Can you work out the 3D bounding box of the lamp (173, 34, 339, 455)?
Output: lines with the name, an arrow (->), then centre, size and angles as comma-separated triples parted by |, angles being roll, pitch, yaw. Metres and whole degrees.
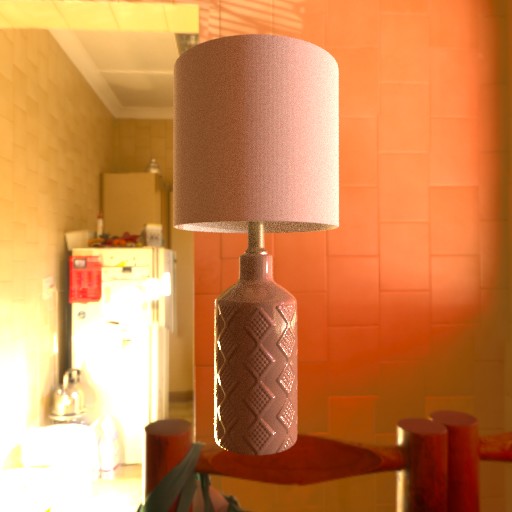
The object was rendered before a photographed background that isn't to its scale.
lamp -> 0.000, 0.000, 0.562 | 0.207, 0.461, 0.207 | 0, -1, -35
